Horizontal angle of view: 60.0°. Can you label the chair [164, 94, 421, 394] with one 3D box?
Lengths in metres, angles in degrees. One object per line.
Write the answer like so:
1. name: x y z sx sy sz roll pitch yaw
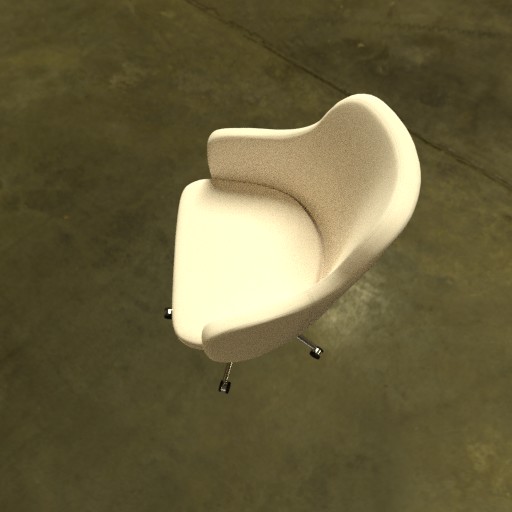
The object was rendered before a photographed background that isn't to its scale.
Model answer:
1. chair: 0.000 0.000 1.231 0.647 0.819 0.602 -2 61 -1
